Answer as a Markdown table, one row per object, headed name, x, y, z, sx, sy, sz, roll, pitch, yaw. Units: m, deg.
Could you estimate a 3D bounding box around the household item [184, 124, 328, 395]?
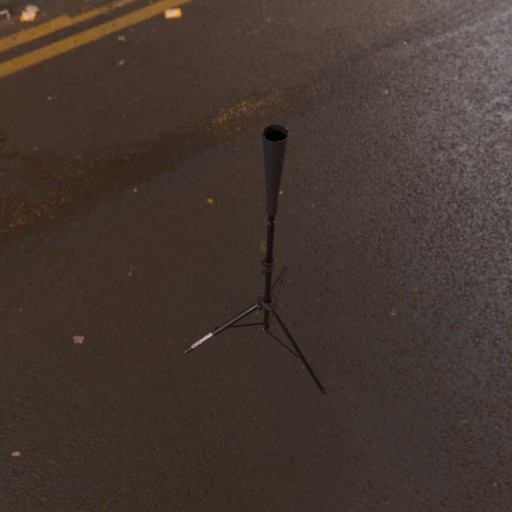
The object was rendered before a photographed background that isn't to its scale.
| name | x | y | z | sx | sy | sz | roll | pitch | yaw |
| --- | --- | --- | --- | --- | --- | --- | --- | --- | --- |
| household item | 0.000 | 0.000 | 1.370 | 0.559 | 1.067 | 0.559 | 2 | 58 | 1 |
